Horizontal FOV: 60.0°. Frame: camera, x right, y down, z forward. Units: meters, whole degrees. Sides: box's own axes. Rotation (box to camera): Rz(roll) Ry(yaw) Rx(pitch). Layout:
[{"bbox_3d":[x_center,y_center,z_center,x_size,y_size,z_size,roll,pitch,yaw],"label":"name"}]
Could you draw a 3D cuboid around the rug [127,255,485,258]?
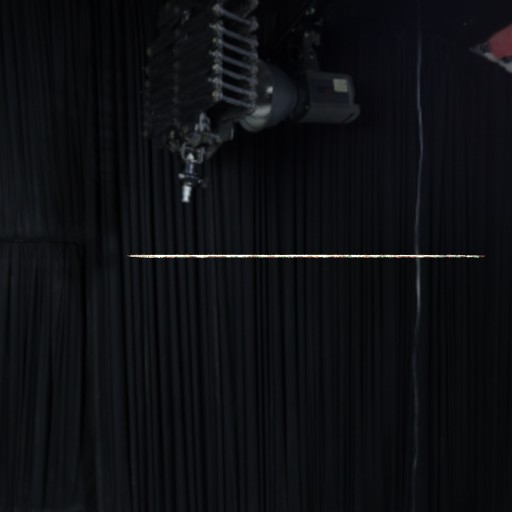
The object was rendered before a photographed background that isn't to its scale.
[{"bbox_3d":[0.000,0.000,2.296,1.219,0.008,1.829,0,0,-18],"label":"rug"}]
